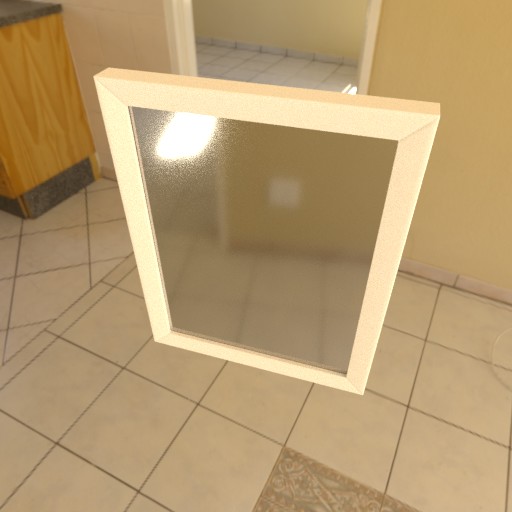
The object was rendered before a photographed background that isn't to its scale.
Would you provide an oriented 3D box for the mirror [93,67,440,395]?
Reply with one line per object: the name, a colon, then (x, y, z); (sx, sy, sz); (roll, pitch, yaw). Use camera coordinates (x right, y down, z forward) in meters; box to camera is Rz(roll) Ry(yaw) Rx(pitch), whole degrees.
mirror: (0.000, 0.000, 0.675); (0.405, 0.508, 0.041); (11, 41, 13)
